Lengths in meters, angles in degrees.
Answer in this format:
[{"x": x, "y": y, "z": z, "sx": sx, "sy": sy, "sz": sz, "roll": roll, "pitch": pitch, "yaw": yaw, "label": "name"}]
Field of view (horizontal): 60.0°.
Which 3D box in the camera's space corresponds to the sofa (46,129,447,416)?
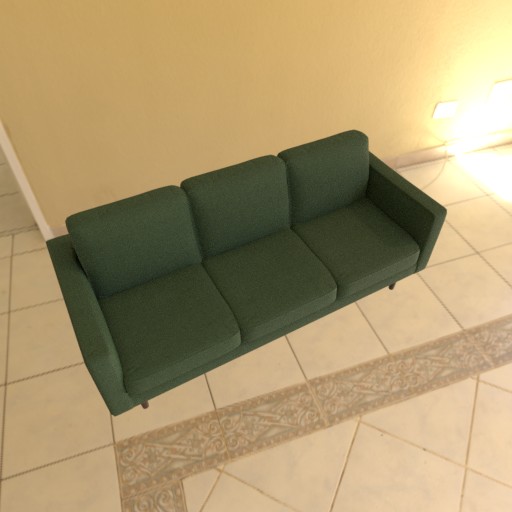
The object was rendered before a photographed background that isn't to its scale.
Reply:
[{"x": 0.000, "y": 0.000, "z": 2.542, "sx": 2.029, "sy": 0.899, "sz": 0.879, "roll": -22, "pitch": 49, "yaw": -20, "label": "sofa"}]
